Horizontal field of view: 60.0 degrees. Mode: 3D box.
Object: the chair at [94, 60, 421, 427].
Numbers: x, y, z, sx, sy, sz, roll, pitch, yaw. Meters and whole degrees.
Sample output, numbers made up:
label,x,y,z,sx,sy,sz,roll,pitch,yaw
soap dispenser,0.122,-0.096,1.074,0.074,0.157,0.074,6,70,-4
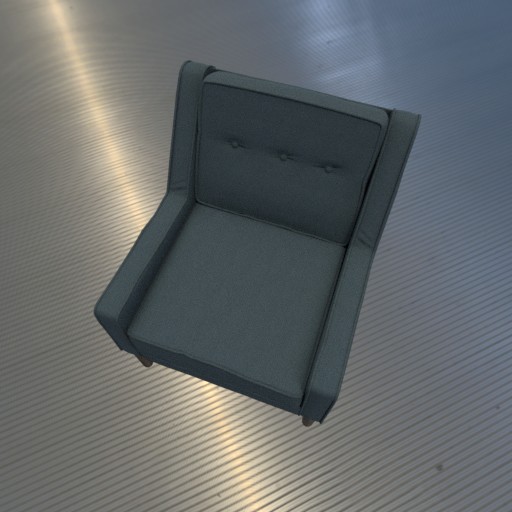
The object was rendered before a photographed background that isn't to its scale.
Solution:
label,x,y,z,sx,sy,sz,roll,pitch,yaw
chair,0.000,0.000,1.322,0.663,0.780,0.733,17,61,10
